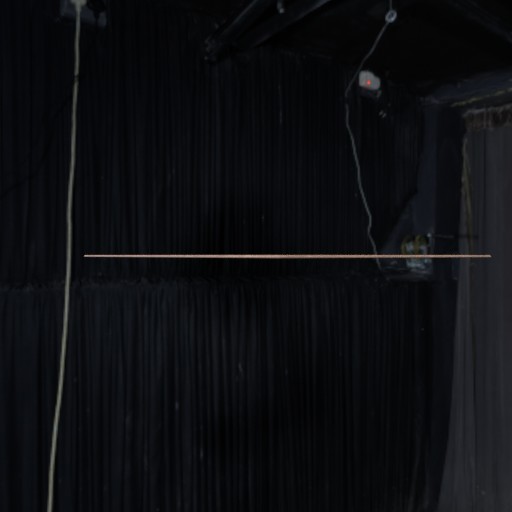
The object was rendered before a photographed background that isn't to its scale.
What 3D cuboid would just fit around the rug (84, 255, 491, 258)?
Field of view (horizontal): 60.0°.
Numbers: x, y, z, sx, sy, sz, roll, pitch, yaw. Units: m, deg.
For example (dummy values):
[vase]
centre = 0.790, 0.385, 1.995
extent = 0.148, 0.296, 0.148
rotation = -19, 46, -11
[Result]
[rug]
centre = 0.000, 0.000, 2.887
extent = 1.524, 0.011, 2.286
rotation = 0, 0, -37
